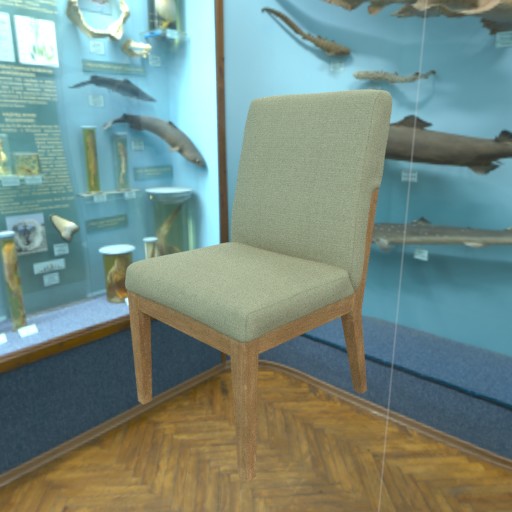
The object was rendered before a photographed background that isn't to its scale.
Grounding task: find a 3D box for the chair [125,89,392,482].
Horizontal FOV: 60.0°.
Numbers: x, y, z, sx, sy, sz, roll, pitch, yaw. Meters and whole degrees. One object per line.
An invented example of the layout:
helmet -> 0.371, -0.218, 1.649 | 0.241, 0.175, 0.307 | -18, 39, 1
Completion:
chair -> 0.000, 0.000, 1.272 | 0.507, 0.911, 0.586 | 15, 21, 42
